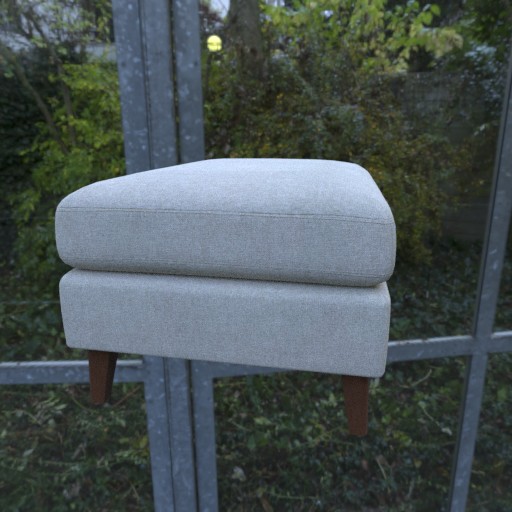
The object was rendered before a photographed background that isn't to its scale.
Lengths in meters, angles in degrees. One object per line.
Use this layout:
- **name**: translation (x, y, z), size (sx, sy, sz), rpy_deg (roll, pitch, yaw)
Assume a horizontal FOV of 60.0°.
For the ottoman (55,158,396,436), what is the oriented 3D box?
- **ottoman**: translation (0.000, 0.000, 1.166), size (0.610, 0.478, 0.823), rpy_deg (3, 16, 11)
